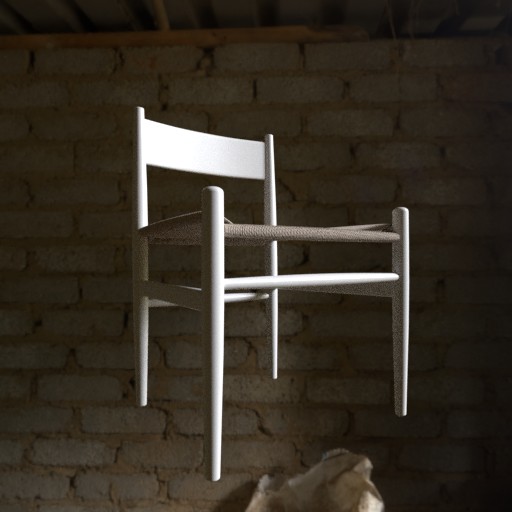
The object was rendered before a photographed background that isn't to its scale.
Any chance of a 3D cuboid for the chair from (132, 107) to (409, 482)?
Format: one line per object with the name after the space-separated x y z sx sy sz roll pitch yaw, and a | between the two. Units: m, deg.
0.000 0.000 1.087 0.556 0.762 0.495 0 0 -36 | chair
